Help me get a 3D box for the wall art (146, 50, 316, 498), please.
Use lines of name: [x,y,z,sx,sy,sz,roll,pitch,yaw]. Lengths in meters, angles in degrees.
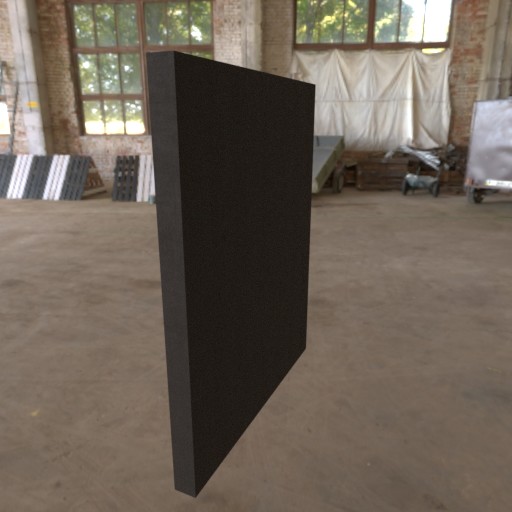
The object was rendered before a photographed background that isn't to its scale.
wall art: [0.000,0.000,0.721,0.034,0.552,0.455,8,18,24]
